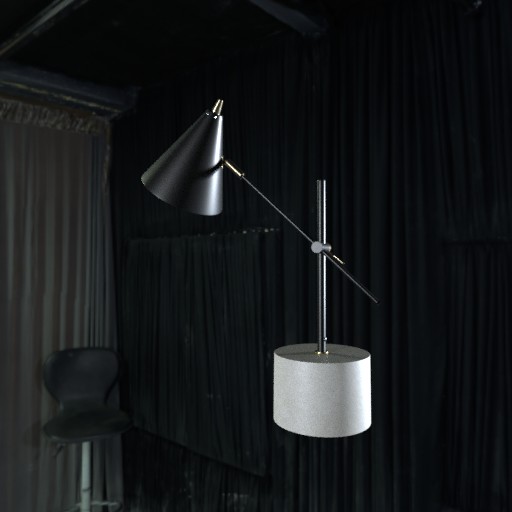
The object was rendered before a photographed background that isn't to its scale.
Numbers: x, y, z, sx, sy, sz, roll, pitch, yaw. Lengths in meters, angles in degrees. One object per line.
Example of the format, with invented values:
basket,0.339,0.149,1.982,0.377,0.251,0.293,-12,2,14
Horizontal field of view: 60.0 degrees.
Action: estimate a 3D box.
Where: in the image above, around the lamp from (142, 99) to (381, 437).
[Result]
lamp,0.000,0.000,0.744,0.403,0.518,0.214,0,-1,35
